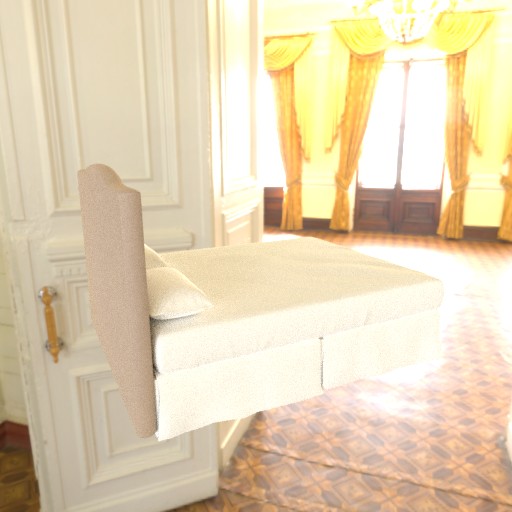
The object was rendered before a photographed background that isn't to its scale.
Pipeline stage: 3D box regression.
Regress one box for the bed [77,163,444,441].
[{"bbox_3d":[0.000,0.000,3.405,2.282,1.436,1.821,-7,16,-26],"label":"bed"}]
